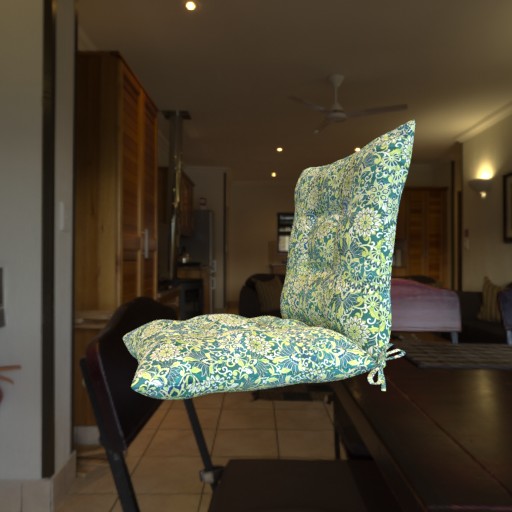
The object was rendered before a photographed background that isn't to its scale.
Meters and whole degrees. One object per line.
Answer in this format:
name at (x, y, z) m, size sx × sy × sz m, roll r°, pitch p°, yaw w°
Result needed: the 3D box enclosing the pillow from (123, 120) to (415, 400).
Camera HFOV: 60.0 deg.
pillow at (0.000, 0.000, 1.033) m, size 0.585 × 0.536 × 0.541 m, roll 0°, pitch -1°, yaw -19°
